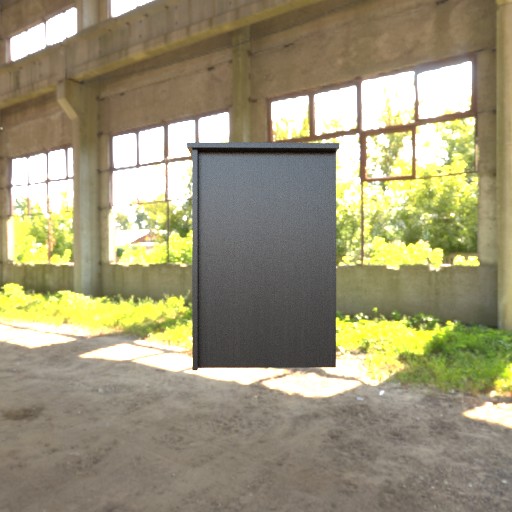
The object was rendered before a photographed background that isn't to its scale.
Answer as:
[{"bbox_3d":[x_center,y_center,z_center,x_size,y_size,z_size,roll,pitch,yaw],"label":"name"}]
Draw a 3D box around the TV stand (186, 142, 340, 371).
[{"bbox_3d":[0.000,0.000,2.064,0.406,0.610,1.778,0,0,-1],"label":"TV stand"}]
